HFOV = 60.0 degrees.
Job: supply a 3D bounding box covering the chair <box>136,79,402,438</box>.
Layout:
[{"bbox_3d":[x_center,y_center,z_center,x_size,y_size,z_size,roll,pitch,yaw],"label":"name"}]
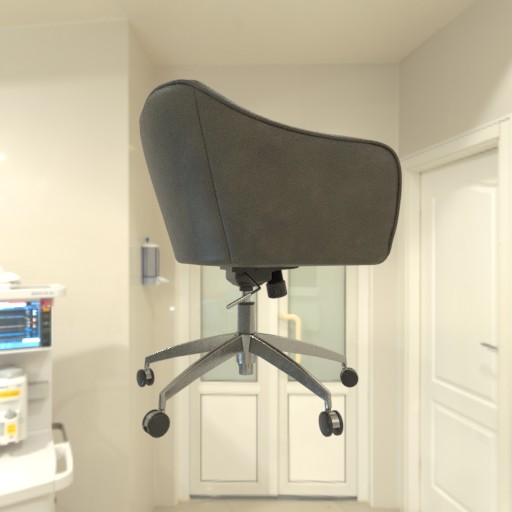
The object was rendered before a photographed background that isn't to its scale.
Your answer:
[{"bbox_3d":[0.000,0.000,1.308,0.689,0.827,0.713,0,0,-20],"label":"chair"}]
